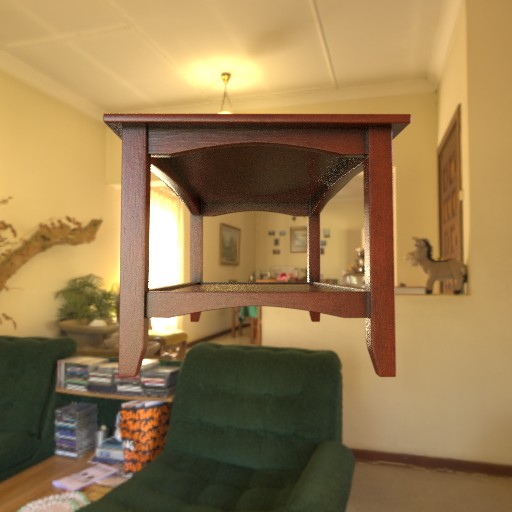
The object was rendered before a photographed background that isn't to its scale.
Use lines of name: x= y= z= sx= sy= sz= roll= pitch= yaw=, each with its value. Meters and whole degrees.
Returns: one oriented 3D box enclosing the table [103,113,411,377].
table: x=0.000 y=0.000 z=1.226 sx=0.533 sy=0.456 sz=0.943 roll=0 pitch=-2 yaw=0
